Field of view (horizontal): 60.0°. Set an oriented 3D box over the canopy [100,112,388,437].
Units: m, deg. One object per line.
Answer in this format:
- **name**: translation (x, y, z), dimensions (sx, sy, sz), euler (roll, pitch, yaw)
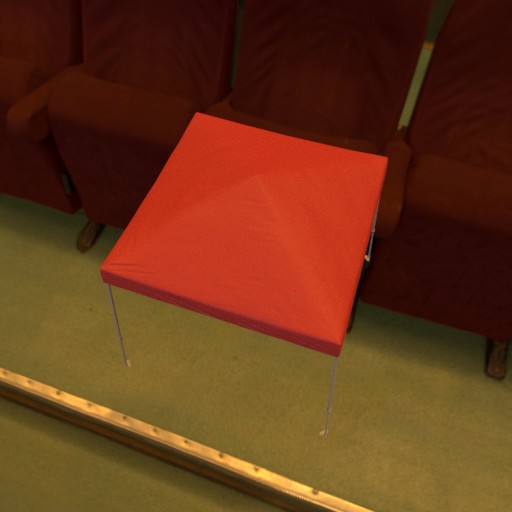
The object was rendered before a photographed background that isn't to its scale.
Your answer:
- **canopy**: translation (0.000, 0.000, 6.776), dimensions (3.600, 3.600, 3.599), euler (16, 59, 10)
